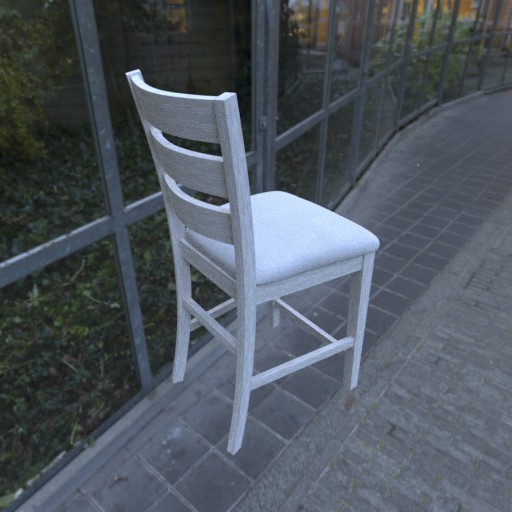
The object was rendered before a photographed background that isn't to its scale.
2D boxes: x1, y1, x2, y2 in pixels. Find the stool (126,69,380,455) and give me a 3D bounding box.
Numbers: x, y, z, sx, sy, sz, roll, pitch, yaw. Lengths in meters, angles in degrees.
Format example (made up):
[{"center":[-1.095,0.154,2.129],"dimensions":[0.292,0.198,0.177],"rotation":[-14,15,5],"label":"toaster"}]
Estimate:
[{"center":[0.000,0.000,1.332],"dimensions":[0.569,1.032,0.484],"rotation":[-20,35,-32],"label":"stool"}]
